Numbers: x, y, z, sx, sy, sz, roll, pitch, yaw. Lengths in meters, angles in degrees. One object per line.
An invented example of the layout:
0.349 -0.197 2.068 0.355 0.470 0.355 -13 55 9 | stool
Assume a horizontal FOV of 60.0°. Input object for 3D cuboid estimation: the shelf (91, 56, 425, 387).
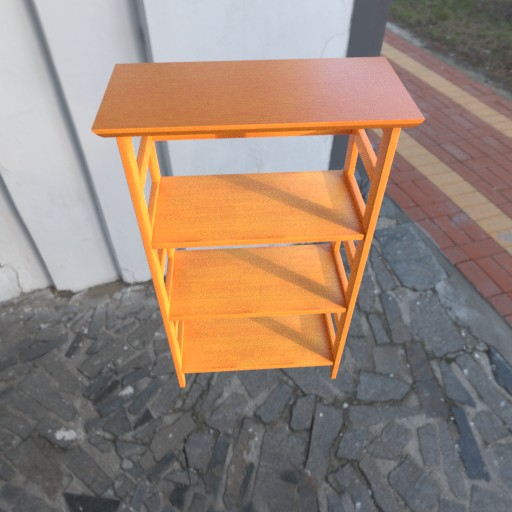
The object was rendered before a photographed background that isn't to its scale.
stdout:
0.000 0.000 1.363 0.660 1.067 0.305 -3 46 -2 | shelf
